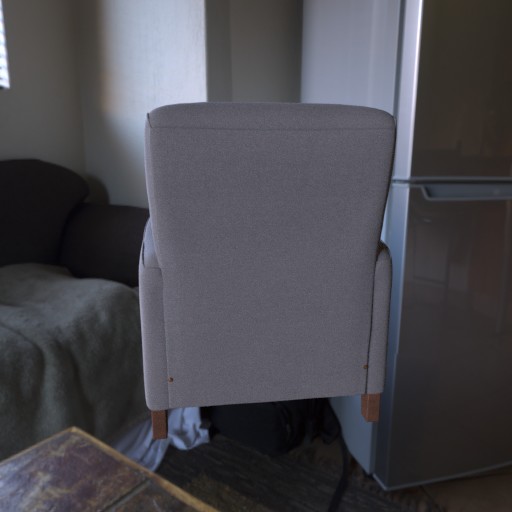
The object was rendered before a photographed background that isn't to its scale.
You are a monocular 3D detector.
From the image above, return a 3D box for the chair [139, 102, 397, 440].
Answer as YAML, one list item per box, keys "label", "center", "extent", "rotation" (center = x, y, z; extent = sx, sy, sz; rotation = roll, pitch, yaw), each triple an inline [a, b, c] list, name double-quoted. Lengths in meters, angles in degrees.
- label: "chair"
  center: [0.000, 0.000, 1.671]
  extent: [0.845, 1.023, 0.859]
  rotation: [-2, 13, -8]
